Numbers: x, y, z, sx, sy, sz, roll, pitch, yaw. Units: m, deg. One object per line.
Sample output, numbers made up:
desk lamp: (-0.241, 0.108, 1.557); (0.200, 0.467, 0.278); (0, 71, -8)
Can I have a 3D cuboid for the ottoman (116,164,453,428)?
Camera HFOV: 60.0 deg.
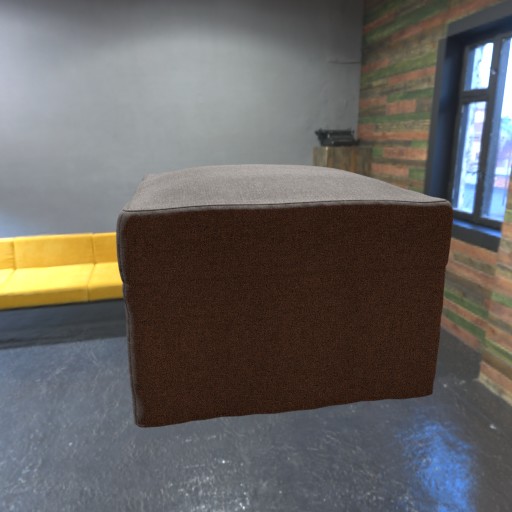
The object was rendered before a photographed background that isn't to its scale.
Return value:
ottoman: (0.000, 0.000, 1.236); (0.652, 0.492, 0.833); (-3, 15, -10)
